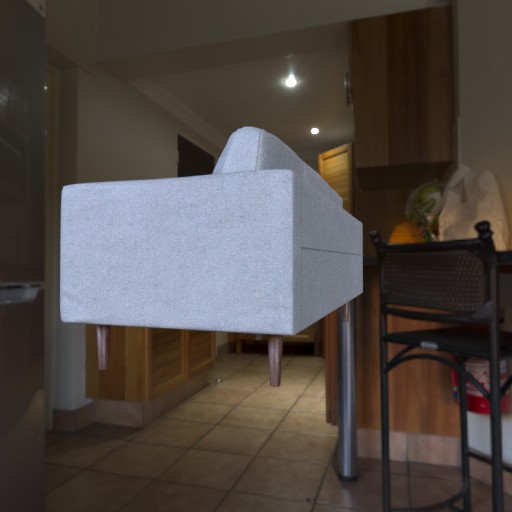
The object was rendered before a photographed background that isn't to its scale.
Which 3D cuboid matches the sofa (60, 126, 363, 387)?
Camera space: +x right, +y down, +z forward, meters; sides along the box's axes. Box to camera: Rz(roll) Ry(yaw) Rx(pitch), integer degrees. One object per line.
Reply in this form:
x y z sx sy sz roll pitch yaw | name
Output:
0.000 0.000 2.437 0.944 0.918 1.983 0 -1 19 | sofa
